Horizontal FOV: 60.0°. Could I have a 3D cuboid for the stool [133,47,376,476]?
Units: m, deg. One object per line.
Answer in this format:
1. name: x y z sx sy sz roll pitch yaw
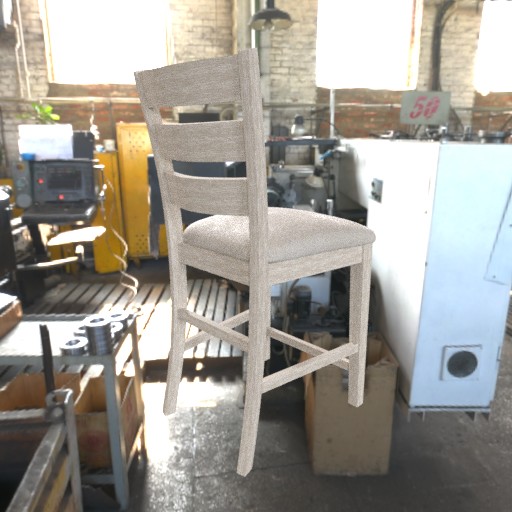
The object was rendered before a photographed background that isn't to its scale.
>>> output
1. stool: 0.000 0.000 1.318 0.569 1.032 0.484 -14 21 -42
